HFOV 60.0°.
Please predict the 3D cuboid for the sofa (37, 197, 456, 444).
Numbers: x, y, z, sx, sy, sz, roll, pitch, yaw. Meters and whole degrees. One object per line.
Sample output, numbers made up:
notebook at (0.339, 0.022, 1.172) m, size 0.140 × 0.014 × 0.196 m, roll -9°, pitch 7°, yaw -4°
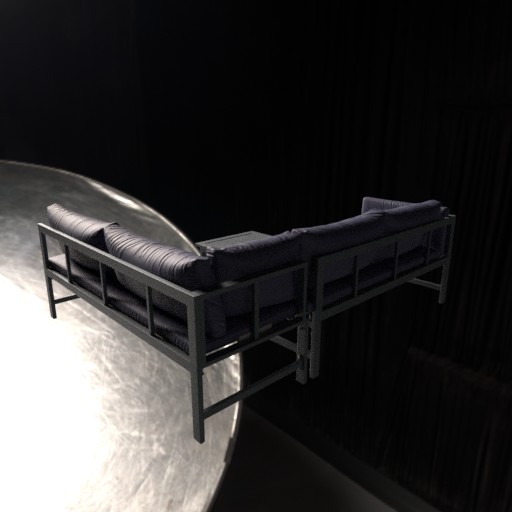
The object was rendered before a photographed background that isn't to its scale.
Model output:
sofa at (0.000, 0.000, 2.929) m, size 2.149 × 0.762 × 1.658 m, roll -15°, pitch 22°, yaw -41°
